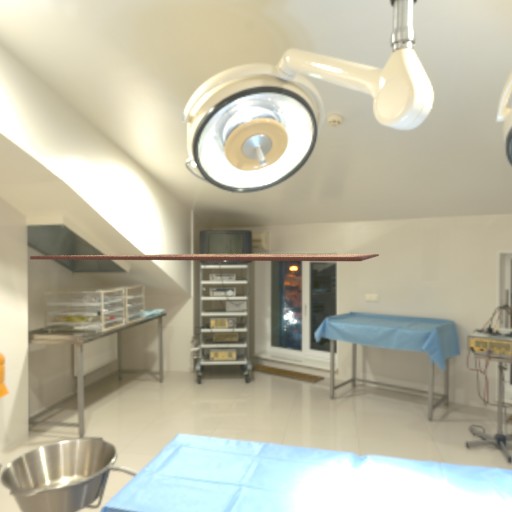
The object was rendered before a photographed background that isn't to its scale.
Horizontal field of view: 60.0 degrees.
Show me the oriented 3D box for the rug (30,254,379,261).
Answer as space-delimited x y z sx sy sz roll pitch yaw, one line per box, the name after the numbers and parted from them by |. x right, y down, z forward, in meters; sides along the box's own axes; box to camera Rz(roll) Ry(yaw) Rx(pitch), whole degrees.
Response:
0.000 0.000 5.899 3.033 0.033 4.578 0 1 17 | rug
